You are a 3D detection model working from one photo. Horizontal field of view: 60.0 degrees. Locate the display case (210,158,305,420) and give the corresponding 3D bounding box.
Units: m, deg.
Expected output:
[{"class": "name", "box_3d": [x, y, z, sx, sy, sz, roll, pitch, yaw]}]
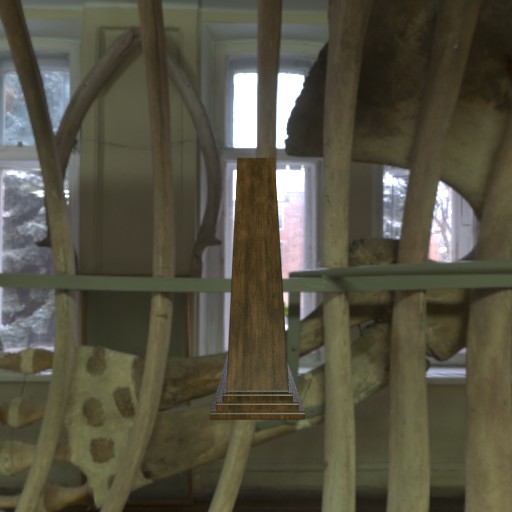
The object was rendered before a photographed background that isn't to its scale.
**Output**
[{"class": "display case", "box_3d": [0.000, 0.000, 0.765, 0.095, 0.340, 0.640, 0, -1, 0]}]
